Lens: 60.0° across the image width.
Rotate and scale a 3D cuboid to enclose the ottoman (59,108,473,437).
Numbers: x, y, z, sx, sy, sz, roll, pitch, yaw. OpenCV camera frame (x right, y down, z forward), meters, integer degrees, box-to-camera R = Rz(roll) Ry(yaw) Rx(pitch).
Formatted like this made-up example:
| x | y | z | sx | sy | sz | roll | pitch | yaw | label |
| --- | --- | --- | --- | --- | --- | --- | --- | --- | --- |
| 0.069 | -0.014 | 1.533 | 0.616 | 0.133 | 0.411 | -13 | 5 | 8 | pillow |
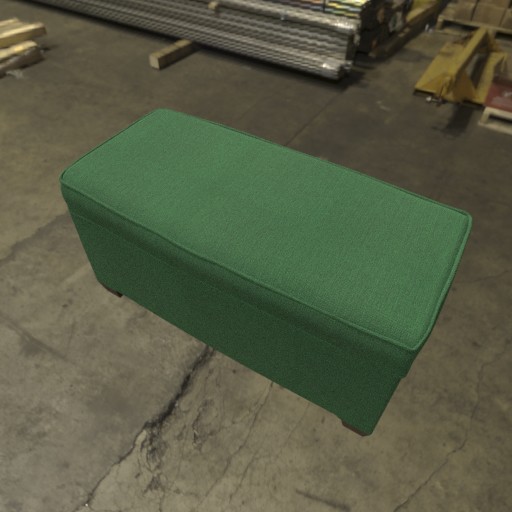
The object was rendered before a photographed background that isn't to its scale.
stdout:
| x | y | z | sx | sy | sz | roll | pitch | yaw | label |
| --- | --- | --- | --- | --- | --- | --- | --- | --- | --- |
| 0.000 | 0.000 | 1.226 | 0.957 | 0.471 | 0.483 | 25 | 52 | 21 | ottoman |
